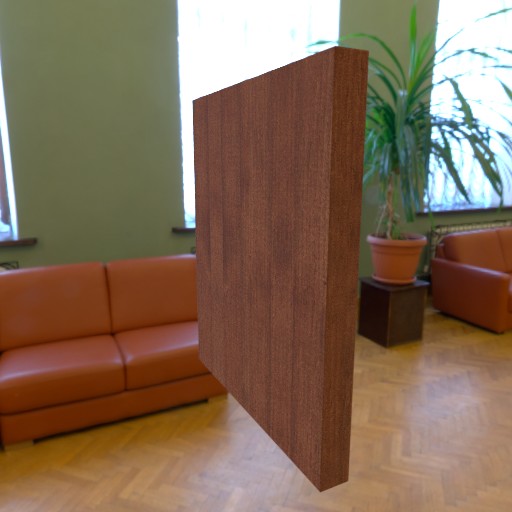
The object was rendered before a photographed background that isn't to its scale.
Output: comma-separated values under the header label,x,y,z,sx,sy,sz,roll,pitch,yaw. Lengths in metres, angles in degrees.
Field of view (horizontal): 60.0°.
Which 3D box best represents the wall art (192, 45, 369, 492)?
label,x,y,z,sx,sy,sz,roll,pitch,yaw
wall art,0.000,0.000,0.607,0.039,0.449,0.377,-6,13,-27
